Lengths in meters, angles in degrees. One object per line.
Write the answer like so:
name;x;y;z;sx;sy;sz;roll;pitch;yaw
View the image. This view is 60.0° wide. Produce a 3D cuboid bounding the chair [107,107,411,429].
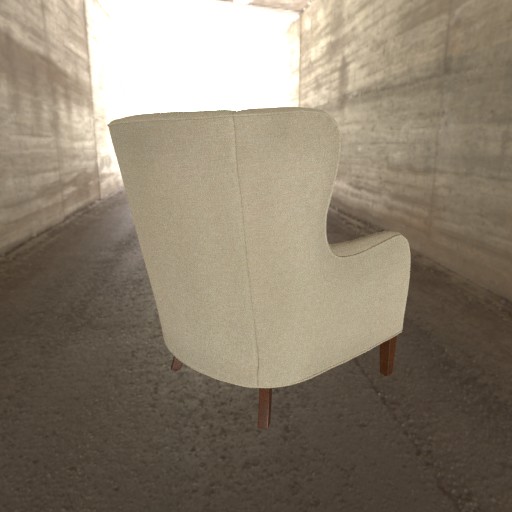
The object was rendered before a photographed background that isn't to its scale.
chair;0.000;0.000;1.726;0.966;1.040;0.838;-12;19;-41
